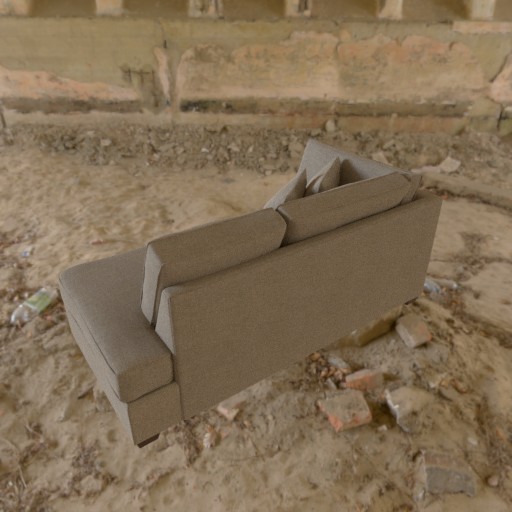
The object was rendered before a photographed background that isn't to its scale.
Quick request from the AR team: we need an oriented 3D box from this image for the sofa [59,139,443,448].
[{"bbox_3d":[0.000,0.000,2.830,2.238,1.019,1.110,-19,35,-31],"label":"sofa"}]
